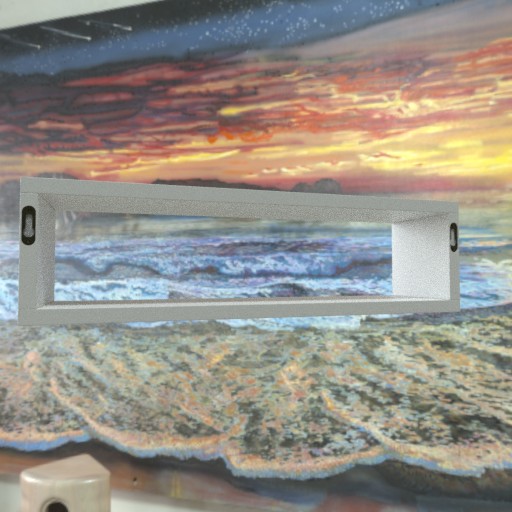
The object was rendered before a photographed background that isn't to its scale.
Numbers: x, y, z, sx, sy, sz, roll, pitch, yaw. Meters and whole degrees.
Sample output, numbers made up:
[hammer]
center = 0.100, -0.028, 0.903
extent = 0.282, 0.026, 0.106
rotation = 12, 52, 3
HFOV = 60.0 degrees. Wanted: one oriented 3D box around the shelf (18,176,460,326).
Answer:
[shelf]
center = 0.000, 0.000, 0.665
extent = 0.610, 0.170, 0.150
rotation = 1, -2, -17
